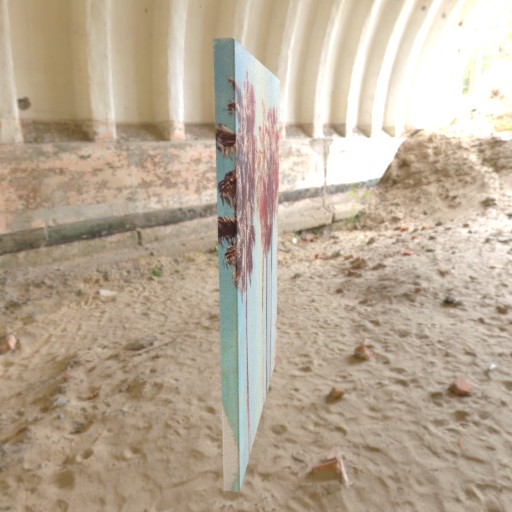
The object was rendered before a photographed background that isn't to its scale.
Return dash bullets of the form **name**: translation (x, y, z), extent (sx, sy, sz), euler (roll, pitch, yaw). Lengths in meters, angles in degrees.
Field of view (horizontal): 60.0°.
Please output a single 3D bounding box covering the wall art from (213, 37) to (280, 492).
- **wall art**: translation (0.000, 0.000, 1.142), extent (0.037, 0.915, 0.605), euler (3, 16, 10)
